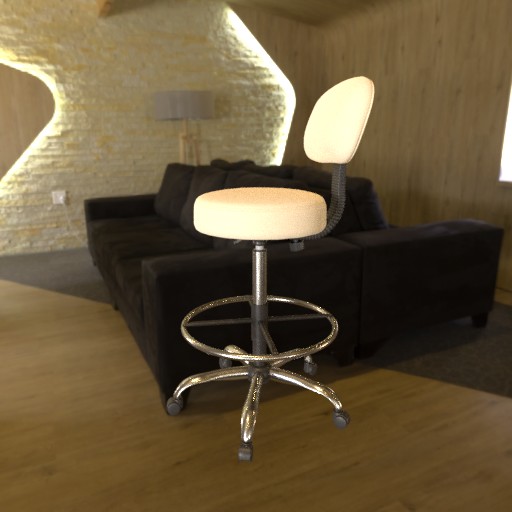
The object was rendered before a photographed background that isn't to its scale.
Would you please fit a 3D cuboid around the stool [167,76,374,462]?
[{"bbox_3d":[0.000,0.000,1.432,0.616,1.080,0.609,-2,14,-9],"label":"stool"}]
